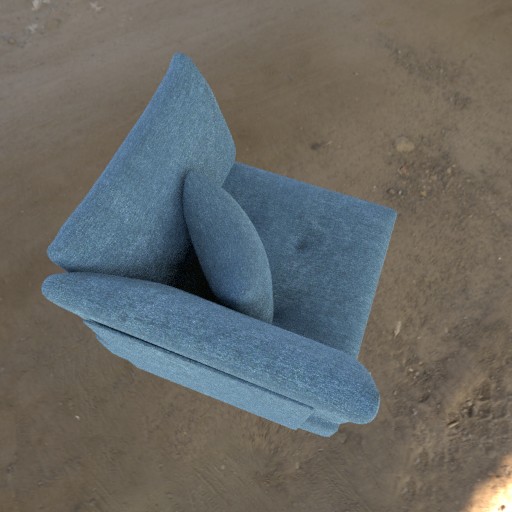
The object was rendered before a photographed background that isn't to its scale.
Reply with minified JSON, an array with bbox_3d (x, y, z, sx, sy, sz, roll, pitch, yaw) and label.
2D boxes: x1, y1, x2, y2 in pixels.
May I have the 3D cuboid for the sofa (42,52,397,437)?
[{"bbox_3d":[0.000,0.000,1.668,1.000,0.820,1.000,19,65,9],"label":"sofa"}]
